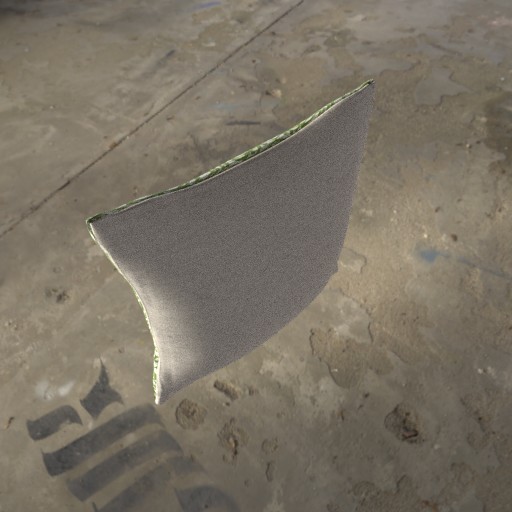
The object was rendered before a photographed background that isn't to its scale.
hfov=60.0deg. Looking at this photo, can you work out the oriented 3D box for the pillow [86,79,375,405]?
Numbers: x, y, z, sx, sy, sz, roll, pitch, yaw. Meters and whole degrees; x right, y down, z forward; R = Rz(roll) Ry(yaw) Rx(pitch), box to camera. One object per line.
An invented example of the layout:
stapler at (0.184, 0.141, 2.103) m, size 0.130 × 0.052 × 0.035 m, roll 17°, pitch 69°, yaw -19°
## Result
pillow at (0.000, 0.000, 0.674) m, size 0.440 × 0.419 × 0.162 m, roll -33°, pitch 56°, yaw -25°
